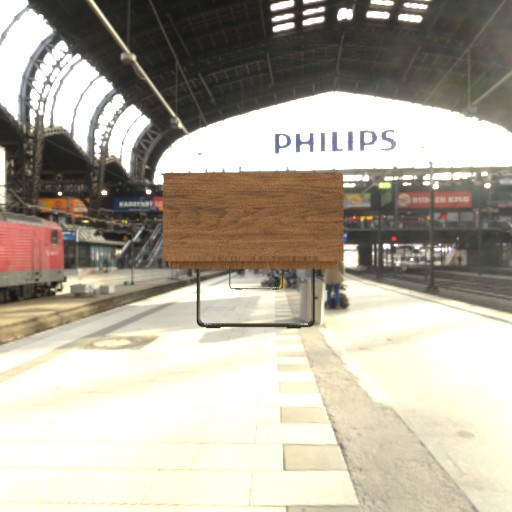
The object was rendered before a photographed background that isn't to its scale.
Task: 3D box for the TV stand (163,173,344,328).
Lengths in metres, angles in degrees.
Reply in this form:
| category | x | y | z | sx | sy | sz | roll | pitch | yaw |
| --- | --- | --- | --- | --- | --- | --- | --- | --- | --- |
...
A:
| category | x | y | z | sx | sy | sz | roll | pitch | yaw |
| --- | --- | --- | --- | --- | --- | --- | --- | --- | --- |
| TV stand | 0.000 | 0.000 | 2.017 | 0.467 | 0.415 | 1.796 | 0 | 0 | 0 |
